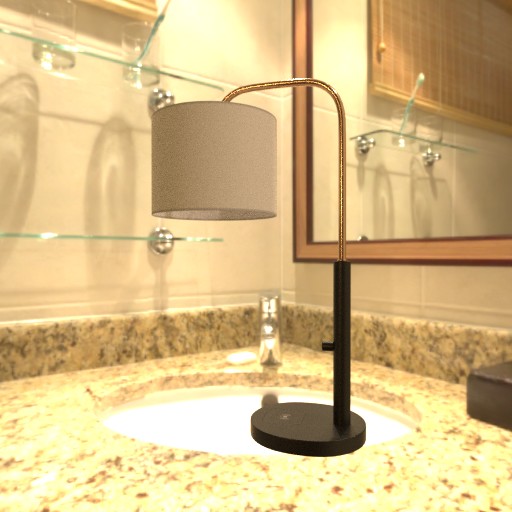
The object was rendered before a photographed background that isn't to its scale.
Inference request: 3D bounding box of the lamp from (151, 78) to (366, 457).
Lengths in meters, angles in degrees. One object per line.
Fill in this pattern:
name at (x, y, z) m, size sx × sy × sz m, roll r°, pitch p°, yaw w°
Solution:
lamp at (0.000, 0.000, 0.696) m, size 0.337 × 0.540 × 0.199 m, roll 0°, pitch 0°, yaw 17°
